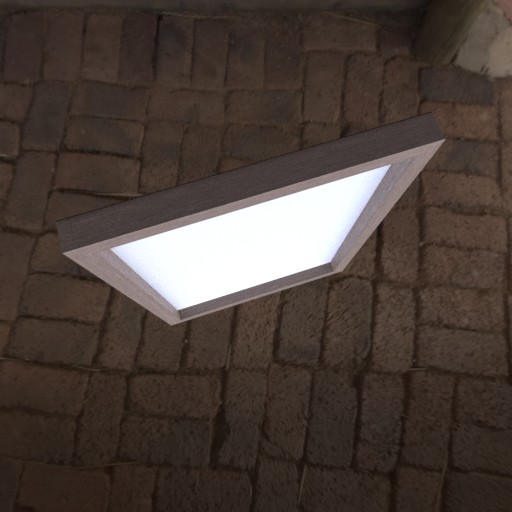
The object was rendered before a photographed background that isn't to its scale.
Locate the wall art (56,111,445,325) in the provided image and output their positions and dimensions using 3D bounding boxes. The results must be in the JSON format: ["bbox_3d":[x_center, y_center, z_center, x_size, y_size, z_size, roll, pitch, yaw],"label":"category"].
[{"bbox_3d":[0.000,0.000,0.643,0.358,0.510,0.032,-17,75,-5],"label":"wall art"}]
